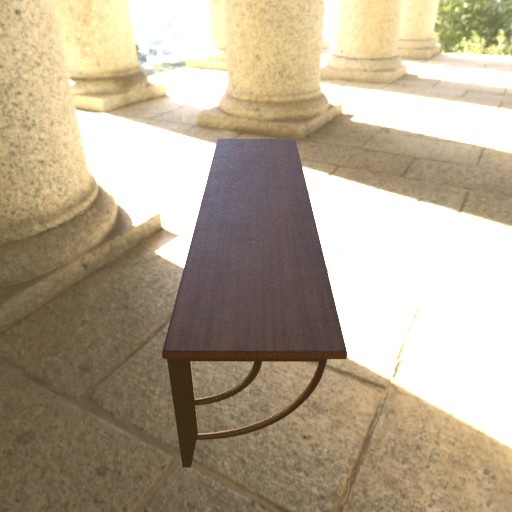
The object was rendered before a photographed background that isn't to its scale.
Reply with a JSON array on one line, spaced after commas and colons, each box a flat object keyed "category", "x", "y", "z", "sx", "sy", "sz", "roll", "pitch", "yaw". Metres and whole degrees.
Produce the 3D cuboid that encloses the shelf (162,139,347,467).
[{"category": "shelf", "x": 0.000, "y": 0.000, "z": 0.714, "sx": 0.166, "sy": 0.190, "sz": 0.636, "roll": 0, "pitch": 32, "yaw": 0}]
